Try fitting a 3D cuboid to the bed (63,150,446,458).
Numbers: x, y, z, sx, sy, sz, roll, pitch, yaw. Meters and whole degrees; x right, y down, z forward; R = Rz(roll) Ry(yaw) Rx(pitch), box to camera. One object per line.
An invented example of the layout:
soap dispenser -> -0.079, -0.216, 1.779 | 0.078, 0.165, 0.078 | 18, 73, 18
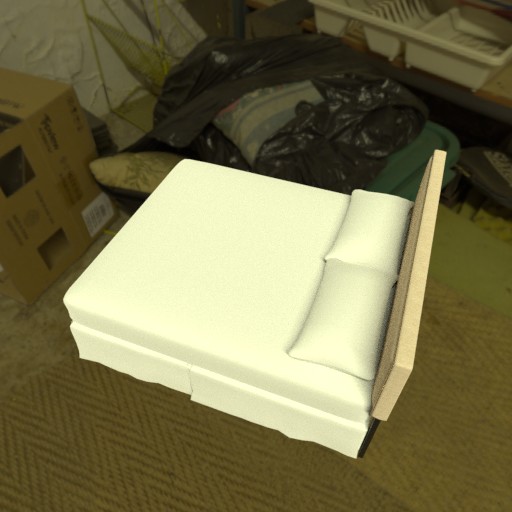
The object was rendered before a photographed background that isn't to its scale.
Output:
bed -> 0.000, 0.000, 2.781 | 1.876, 1.016, 1.616 | 16, 48, 14
